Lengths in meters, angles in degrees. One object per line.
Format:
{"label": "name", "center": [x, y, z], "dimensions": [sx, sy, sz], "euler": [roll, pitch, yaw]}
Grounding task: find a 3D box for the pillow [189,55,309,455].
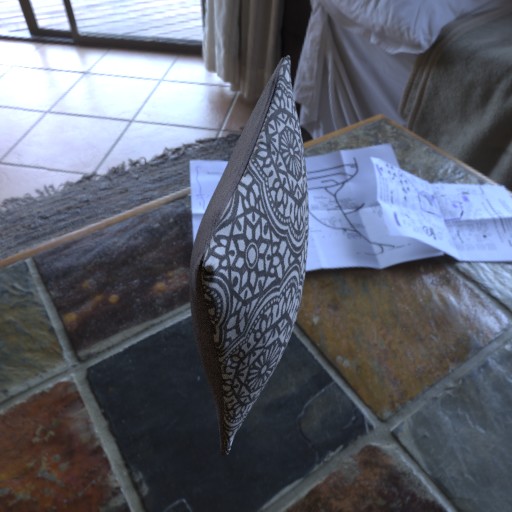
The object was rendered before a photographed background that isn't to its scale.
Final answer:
{"label": "pillow", "center": [0.000, 0.000, 0.650], "dimensions": [0.148, 0.417, 0.436], "euler": [9, 47, 8]}
